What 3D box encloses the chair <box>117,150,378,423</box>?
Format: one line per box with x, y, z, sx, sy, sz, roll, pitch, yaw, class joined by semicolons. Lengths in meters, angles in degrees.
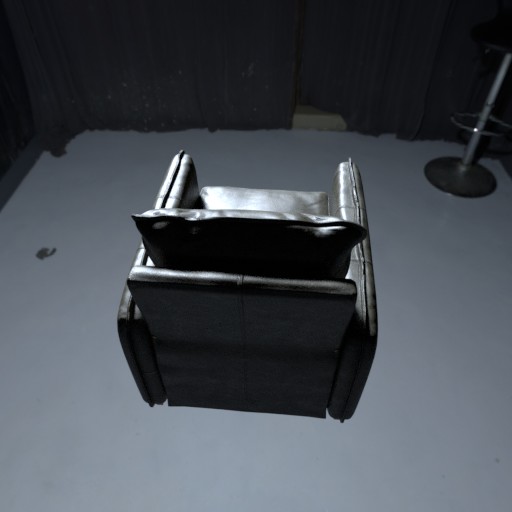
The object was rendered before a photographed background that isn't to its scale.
0.000;0.000;1.641;0.830;0.921;0.921;4;46;3;chair
